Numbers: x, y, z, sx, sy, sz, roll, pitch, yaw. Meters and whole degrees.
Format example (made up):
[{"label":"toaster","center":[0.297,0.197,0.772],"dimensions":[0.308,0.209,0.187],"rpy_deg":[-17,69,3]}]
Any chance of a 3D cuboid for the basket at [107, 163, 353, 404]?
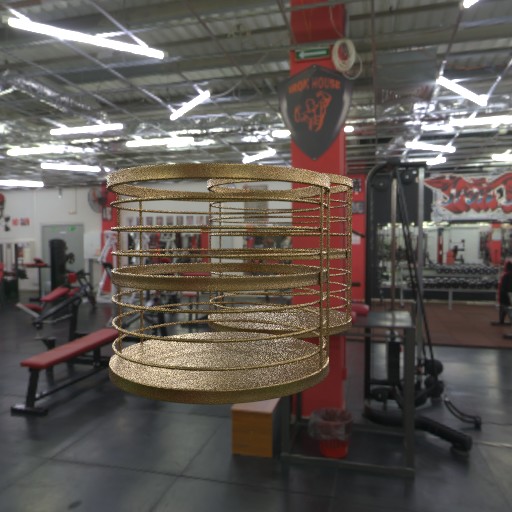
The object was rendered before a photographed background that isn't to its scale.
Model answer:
[{"label":"basket","center":[0.000,0.000,0.919],"dimensions":[0.356,0.351,0.746],"rpy_deg":[1,2,17]}]
